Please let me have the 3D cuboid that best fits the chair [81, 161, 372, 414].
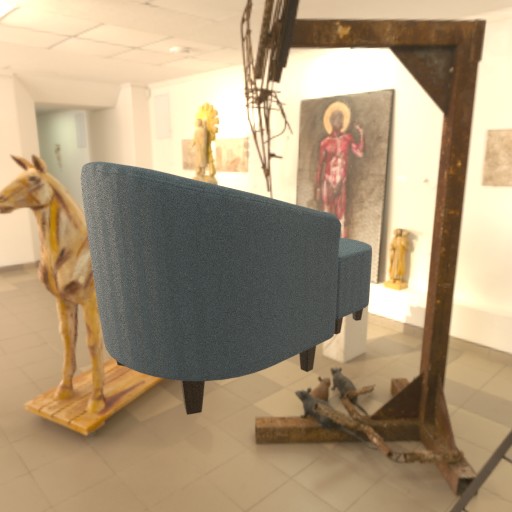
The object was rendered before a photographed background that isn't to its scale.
[{"bbox_3d":[0.000,0.000,1.770,1.288,0.757,0.756,-13,18,-42],"label":"chair"}]
